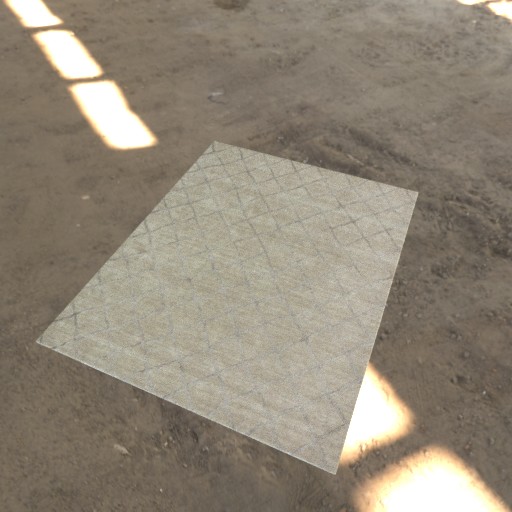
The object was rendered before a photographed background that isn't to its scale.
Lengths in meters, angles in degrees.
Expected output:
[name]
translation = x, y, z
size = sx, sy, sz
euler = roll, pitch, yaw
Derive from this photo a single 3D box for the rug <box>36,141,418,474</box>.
[rug]
translation = 0.000, 0.000, 4.069
size = 2.420, 0.019, 3.038
euler = 18, 50, 16
